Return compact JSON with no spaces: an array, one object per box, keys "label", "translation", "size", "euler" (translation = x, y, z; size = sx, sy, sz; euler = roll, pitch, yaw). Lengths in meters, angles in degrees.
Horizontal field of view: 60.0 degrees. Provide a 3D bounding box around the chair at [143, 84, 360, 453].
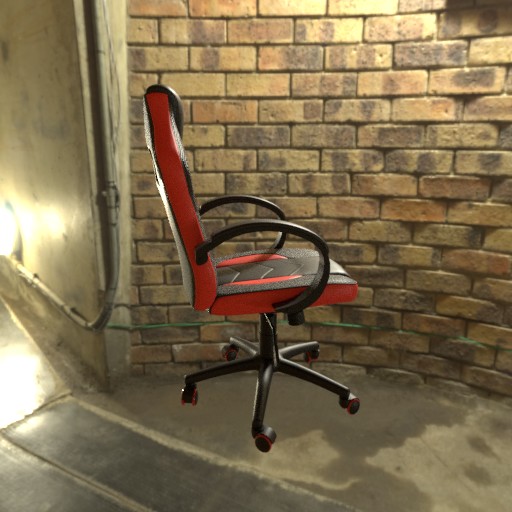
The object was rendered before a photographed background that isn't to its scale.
[{"label":"chair","translation":[0.000,0.000,1.416],"size":[0.642,1.016,0.600],"euler":[-3,16,-10]}]
